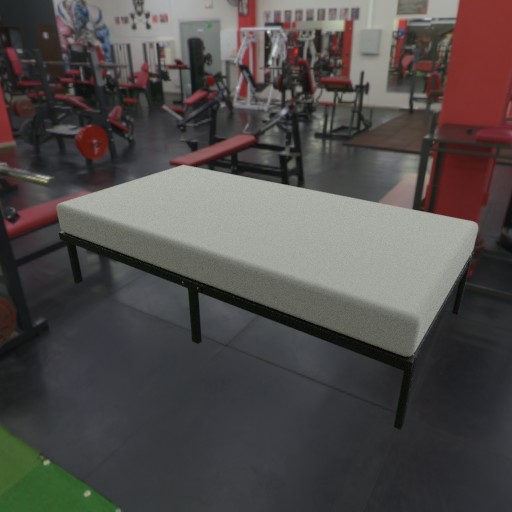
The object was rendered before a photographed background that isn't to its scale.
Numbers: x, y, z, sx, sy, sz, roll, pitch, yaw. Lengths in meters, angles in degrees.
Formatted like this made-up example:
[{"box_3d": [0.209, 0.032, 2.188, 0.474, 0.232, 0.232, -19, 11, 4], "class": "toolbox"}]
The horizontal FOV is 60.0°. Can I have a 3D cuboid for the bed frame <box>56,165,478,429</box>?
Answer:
[{"box_3d": [0.000, 0.000, 3.195, 2.635, 0.680, 1.393, 17, 31, 30], "class": "bed frame"}]
